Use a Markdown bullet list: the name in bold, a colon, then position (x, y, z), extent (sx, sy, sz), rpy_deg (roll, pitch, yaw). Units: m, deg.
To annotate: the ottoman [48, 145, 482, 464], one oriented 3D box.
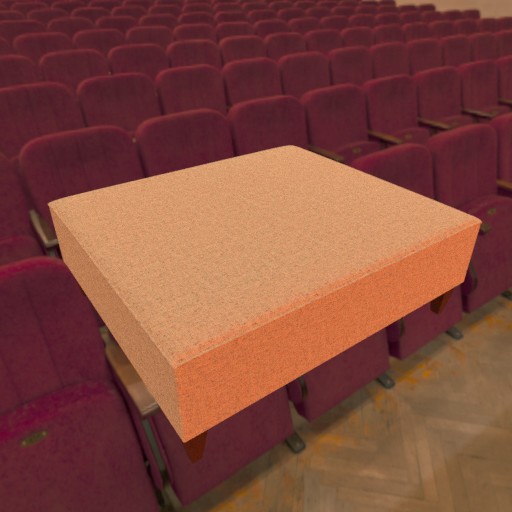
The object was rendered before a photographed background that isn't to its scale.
- **ottoman**: position (0.000, 0.000, 1.192), extent (0.835, 0.303, 0.736), rpy_deg (-21, 37, -30)
